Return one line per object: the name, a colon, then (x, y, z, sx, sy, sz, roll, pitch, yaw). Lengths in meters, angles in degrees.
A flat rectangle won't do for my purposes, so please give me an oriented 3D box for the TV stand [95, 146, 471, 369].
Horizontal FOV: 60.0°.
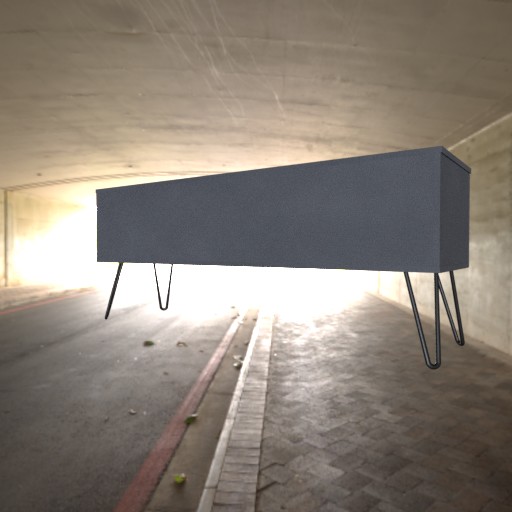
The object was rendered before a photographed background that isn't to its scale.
TV stand: (0.000, 0.000, 1.656, 1.400, 0.560, 0.400, 1, 1, 35)
